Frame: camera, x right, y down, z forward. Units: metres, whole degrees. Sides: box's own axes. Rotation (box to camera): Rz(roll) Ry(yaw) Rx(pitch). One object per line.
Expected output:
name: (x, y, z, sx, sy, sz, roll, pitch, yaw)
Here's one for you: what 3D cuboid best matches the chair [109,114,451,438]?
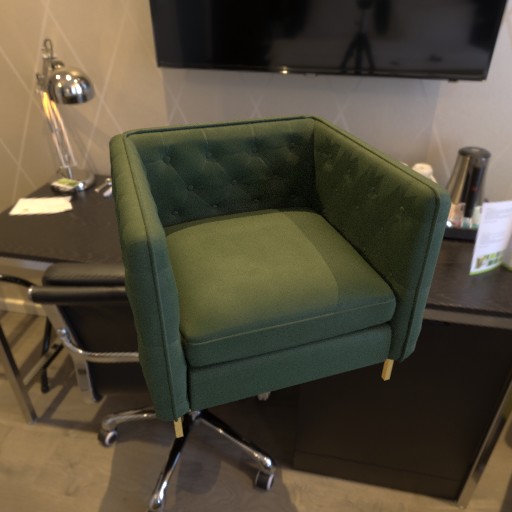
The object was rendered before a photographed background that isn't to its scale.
chair: (0.000, 0.000, 1.607, 0.917, 0.768, 0.855, -10, 33, -15)
